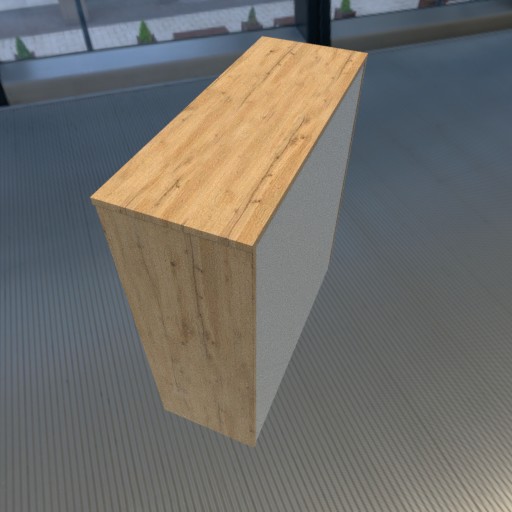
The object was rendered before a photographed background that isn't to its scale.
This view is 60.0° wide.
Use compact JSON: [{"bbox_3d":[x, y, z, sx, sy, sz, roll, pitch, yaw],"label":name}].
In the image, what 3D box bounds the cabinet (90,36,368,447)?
[{"bbox_3d":[0.000,0.000,1.958,0.473,1.397,1.168,17,49,15],"label":"cabinet"}]
